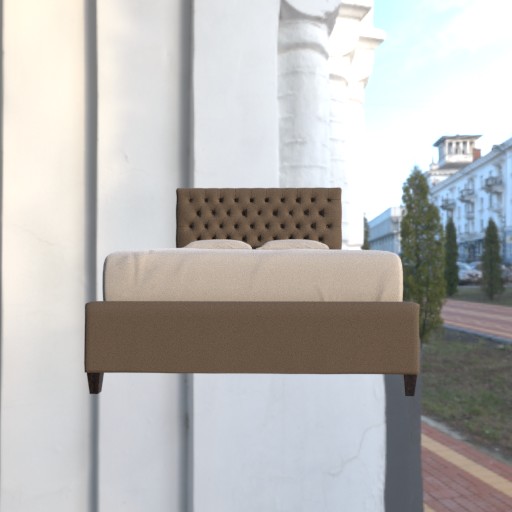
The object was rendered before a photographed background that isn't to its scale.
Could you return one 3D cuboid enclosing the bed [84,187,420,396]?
[{"bbox_3d":[0.000,0.000,3.385,1.698,1.427,2.387,0,-1,1],"label":"bed"}]
